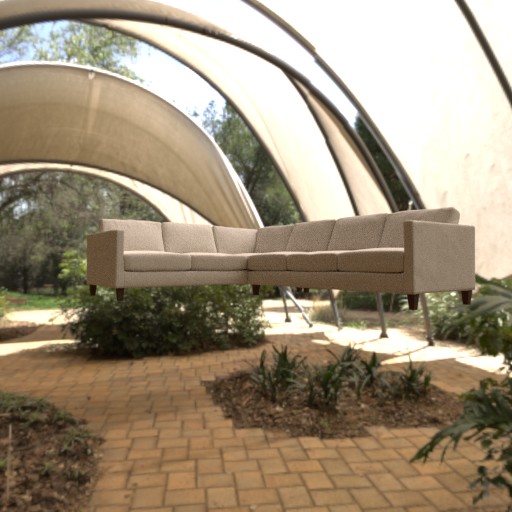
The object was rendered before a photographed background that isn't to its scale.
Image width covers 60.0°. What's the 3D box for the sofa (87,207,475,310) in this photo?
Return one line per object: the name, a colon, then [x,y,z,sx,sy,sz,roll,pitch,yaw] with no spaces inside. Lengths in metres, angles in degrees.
sofa: [0.000,0.000,4.410,2.432,0.863,3.182,1,-1,-36]
